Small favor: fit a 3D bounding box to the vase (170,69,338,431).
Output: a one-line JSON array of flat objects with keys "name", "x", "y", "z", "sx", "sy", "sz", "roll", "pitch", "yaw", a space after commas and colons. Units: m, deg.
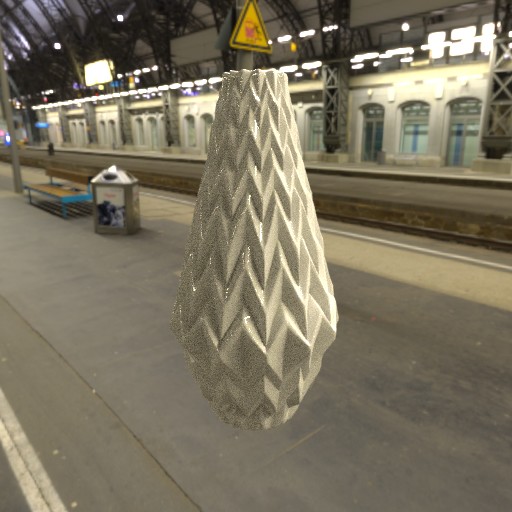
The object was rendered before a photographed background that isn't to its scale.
[{"name": "vase", "x": 0.000, "y": 0.000, "z": 0.427, "sx": 0.167, "sy": 0.328, "sz": 0.167, "roll": 0, "pitch": 15, "yaw": 0}]
